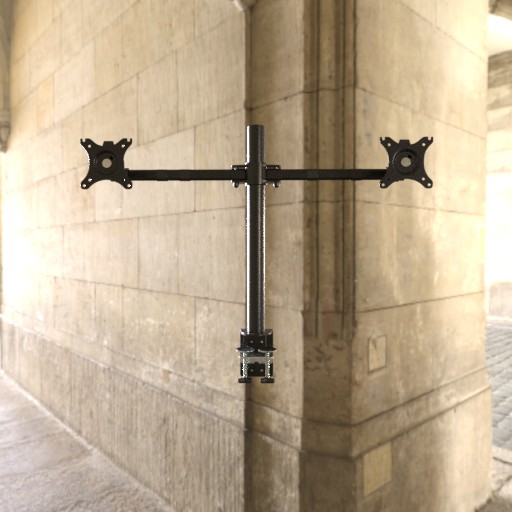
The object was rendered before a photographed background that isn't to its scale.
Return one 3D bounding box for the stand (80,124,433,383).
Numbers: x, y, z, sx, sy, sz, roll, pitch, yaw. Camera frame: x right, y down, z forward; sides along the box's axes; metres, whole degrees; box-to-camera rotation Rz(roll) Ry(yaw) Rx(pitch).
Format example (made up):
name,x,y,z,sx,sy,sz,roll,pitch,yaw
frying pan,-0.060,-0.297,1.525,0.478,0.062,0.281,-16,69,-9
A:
name,x,y,z,sx,sy,sz,roll,pitch,yaw
stand,0.000,0.000,1.012,0.743,0.603,0.150,0,1,1
